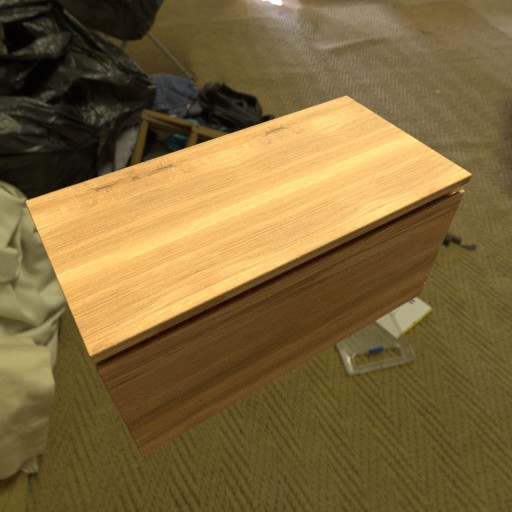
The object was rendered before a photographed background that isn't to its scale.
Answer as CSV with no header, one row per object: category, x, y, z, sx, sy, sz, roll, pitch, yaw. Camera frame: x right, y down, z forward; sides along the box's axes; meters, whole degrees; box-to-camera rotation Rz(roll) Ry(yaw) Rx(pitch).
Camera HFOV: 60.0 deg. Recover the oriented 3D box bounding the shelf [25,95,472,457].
shelf,0.000,0.000,1.027,0.800,0.400,0.400,-24,51,-21
